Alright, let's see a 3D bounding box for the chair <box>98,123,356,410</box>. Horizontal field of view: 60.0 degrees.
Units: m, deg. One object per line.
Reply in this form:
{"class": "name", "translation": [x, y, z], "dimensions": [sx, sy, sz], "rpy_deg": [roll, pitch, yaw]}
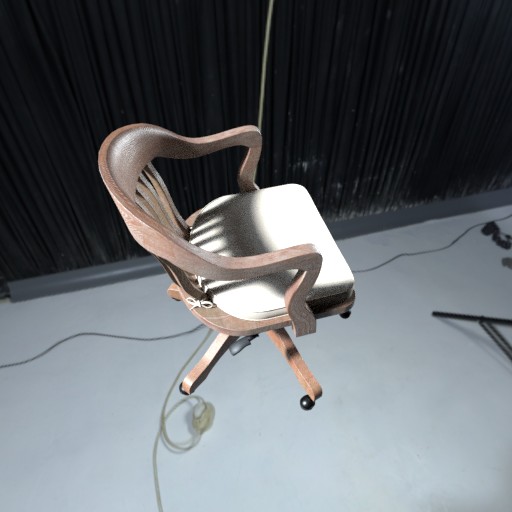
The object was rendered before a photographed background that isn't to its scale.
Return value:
{"class": "chair", "translation": [0.000, 0.000, 1.458], "dimensions": [0.788, 0.878, 0.750], "rpy_deg": [-11, 48, -10]}
